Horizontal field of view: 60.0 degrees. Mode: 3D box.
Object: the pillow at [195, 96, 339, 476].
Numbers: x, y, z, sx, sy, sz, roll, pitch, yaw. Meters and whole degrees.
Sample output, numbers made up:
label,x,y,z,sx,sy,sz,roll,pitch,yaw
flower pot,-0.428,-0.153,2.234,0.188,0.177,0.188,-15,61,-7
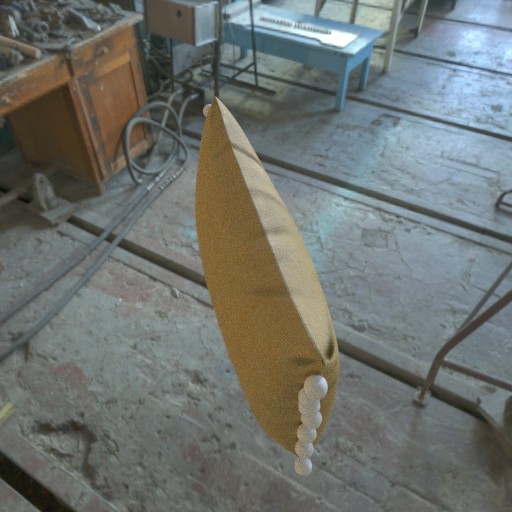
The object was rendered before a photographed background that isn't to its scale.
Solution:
label,x,y,z,sx,sy,sz,roll,pitch,yaw
pillow,0.000,0.000,0.837,0.201,0.322,0.709,-11,47,-10
